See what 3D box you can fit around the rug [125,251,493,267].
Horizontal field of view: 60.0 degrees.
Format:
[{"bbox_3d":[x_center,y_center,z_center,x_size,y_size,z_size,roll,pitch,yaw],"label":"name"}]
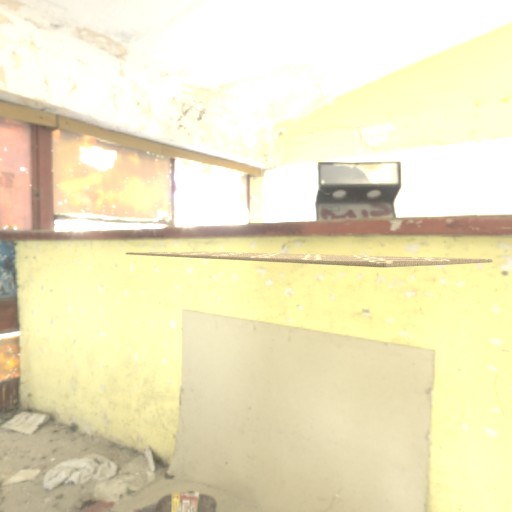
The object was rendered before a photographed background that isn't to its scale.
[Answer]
[{"bbox_3d":[0.000,0.000,2.482,0.678,0.014,2.276,-1,2,-36],"label":"rug"}]
